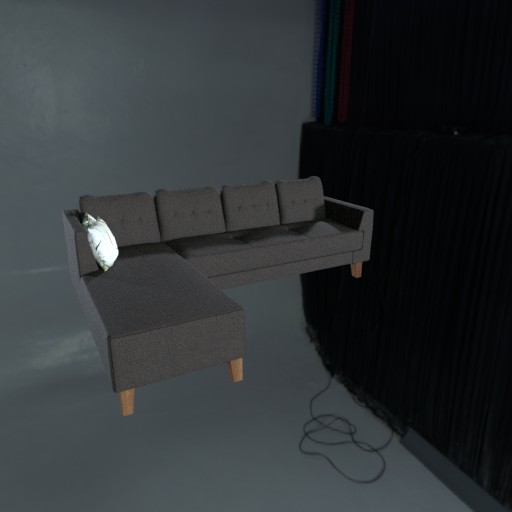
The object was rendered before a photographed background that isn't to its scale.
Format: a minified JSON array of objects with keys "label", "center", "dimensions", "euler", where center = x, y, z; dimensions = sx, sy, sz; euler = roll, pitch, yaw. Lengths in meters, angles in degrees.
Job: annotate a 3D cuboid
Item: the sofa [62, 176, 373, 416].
[{"label":"sofa","center":[0.000,0.000,3.587],"dimensions":[2.679,0.932,1.829],"euler":[-10,21,-27]}]
